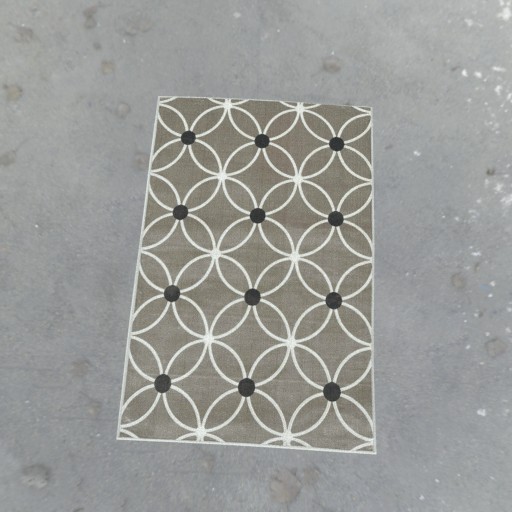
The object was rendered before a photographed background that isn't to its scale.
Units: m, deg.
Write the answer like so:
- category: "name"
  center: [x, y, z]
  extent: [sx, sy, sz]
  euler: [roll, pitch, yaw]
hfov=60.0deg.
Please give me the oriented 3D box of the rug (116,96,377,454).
- category: "rug"
  center: [0.000, 0.000, 2.851]
  extent: [1.522, 0.008, 2.284]
  euler: [3, 75, 1]
